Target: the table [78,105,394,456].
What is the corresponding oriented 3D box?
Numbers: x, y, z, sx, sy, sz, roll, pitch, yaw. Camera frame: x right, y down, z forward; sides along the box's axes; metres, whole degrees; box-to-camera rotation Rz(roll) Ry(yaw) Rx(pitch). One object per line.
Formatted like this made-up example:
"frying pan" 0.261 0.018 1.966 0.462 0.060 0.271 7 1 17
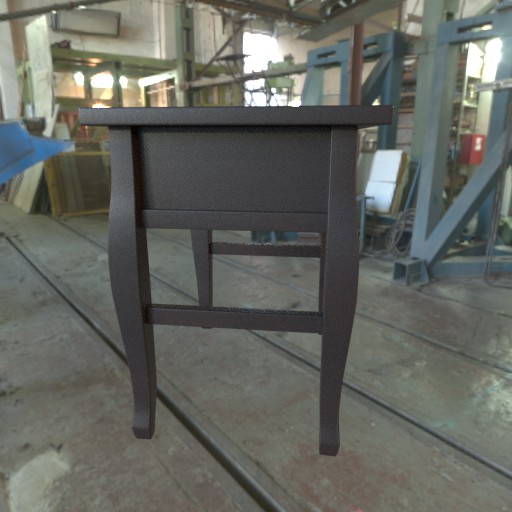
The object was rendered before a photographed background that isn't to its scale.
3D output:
"table" 0.000 0.000 1.001 0.460 0.605 0.602 2 15 7
